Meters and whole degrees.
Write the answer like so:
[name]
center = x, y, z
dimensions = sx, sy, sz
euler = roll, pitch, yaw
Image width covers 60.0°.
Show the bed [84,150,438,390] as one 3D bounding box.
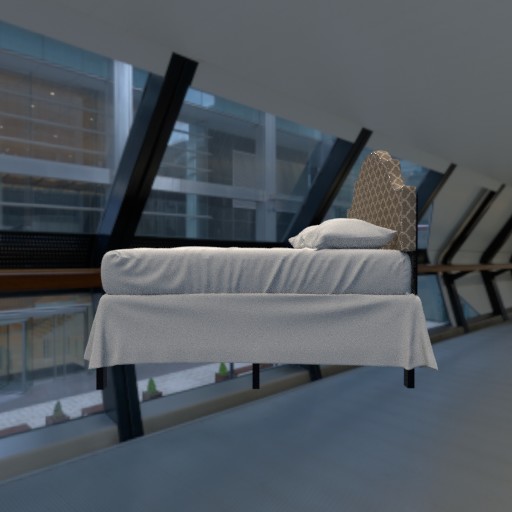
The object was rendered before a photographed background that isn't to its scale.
[bed]
center = 0.000, 0.000, 3.507
dimensions = 2.222, 1.633, 1.780
euler = 0, 1, -1
